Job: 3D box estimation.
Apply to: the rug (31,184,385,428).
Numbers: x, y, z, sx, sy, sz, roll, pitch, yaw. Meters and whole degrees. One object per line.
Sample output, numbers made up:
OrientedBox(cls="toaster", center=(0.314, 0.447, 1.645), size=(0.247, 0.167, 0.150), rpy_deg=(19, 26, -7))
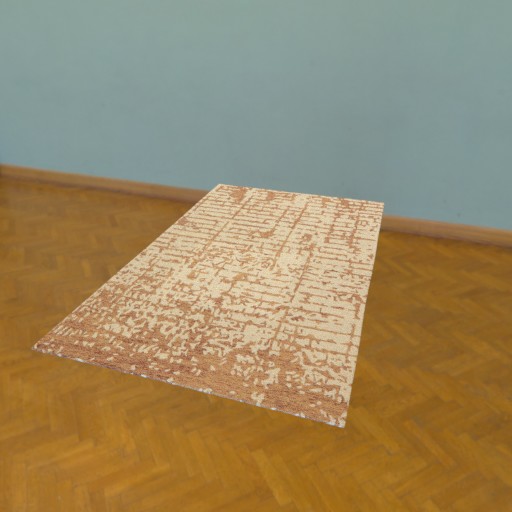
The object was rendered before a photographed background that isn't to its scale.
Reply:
OrientedBox(cls="rug", center=(0.000, 0.000, 2.963), size=(1.517, 0.011, 2.435), rpy_deg=(9, 30, 16))
